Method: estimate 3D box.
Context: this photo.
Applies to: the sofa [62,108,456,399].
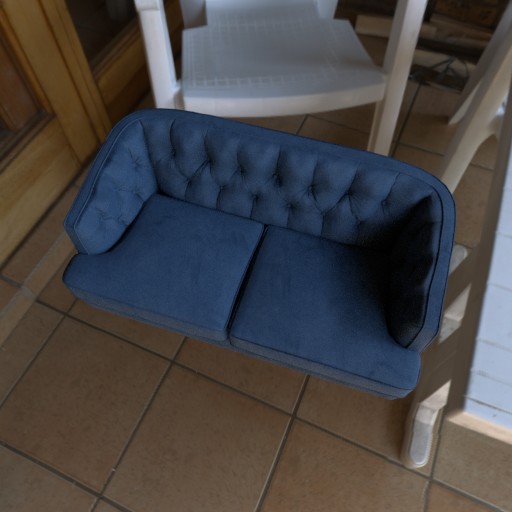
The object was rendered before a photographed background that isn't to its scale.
[{"bbox_3d":[0.000,0.000,2.256,1.733,0.854,0.941,15,61,9],"label":"sofa"}]
